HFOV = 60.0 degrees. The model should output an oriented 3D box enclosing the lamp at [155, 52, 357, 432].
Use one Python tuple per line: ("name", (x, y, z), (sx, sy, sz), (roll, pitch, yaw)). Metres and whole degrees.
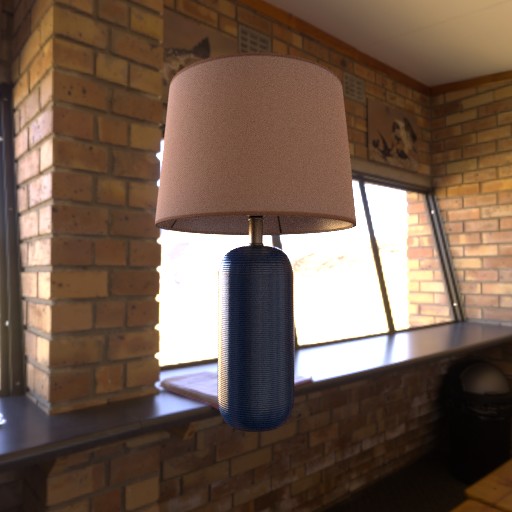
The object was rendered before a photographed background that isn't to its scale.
("lamp", (0.000, 0.000, 0.823), (0.367, 0.609, 0.367), (0, -2, 0))
